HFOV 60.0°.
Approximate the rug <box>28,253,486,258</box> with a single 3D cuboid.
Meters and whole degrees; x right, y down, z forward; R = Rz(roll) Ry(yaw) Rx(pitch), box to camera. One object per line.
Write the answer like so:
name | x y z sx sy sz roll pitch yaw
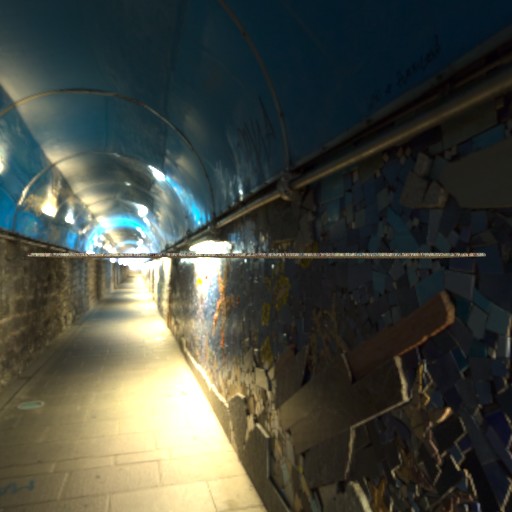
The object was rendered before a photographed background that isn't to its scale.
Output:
rug | 0.000 0.000 2.553 2.292 0.015 0.688 0 -1 0
